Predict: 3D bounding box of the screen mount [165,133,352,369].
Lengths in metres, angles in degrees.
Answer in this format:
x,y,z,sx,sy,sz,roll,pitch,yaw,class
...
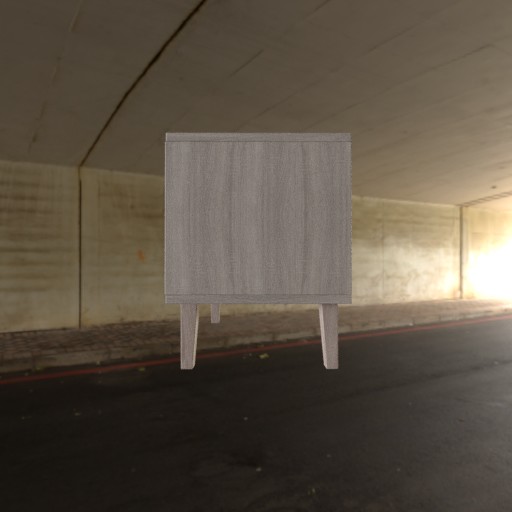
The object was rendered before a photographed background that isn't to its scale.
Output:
x,y,z,sx,sy,sz,roll,pitch,yaw,class
0.000,0.000,1.693,0.401,0.509,1.500,0,-1,0,screen mount
